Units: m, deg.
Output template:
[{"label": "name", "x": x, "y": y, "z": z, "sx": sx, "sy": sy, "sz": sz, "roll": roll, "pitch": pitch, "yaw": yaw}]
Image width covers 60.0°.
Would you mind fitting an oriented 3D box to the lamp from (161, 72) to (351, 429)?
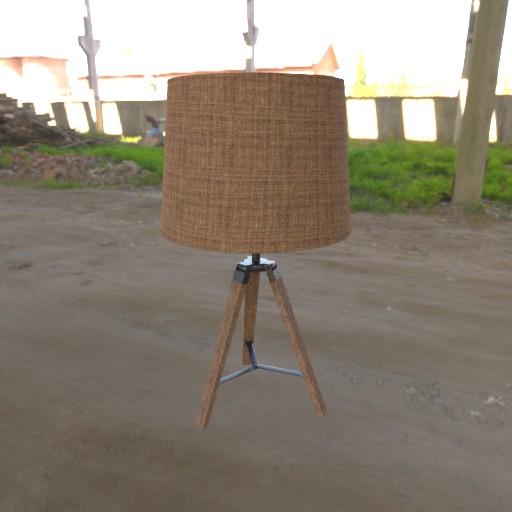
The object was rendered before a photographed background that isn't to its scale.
[{"label": "lamp", "x": 0.000, "y": 0.000, "z": 0.701, "sx": 0.290, "sy": 0.514, "sz": 0.290, "roll": 0, "pitch": 17, "yaw": 0}]
